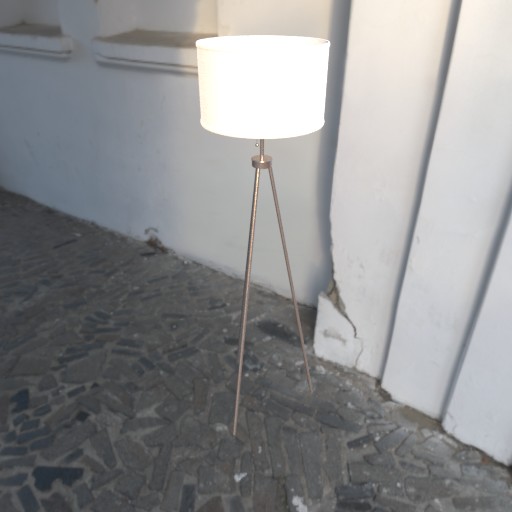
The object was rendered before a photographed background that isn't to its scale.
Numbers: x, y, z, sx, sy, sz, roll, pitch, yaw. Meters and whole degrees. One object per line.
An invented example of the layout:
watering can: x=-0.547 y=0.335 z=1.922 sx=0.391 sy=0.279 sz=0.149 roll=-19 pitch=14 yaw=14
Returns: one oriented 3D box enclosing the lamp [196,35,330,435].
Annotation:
lamp: x=0.000 y=0.000 z=1.761 sx=0.448 sy=1.545 sz=0.458 roll=-21 pitch=36 yaw=-31
